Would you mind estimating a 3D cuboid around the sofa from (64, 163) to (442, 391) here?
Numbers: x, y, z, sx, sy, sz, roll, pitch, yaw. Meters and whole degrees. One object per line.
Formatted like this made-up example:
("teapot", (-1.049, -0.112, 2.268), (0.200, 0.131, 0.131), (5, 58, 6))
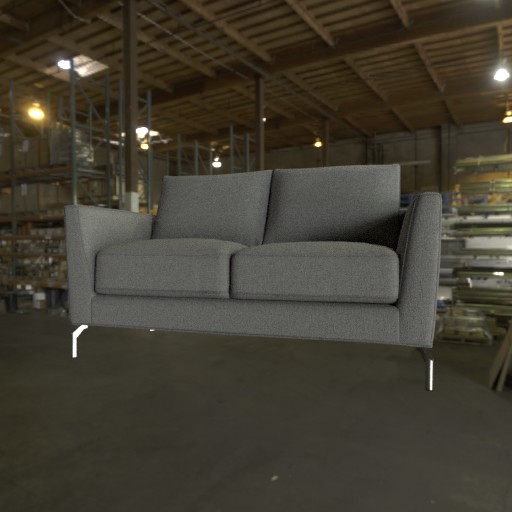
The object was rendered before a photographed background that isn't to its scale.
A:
("sofa", (0.000, 0.000, 2.132), (1.594, 0.924, 0.803), (0, 1, 18))
